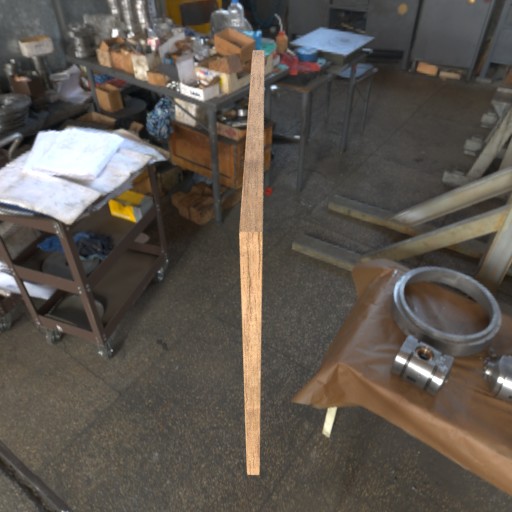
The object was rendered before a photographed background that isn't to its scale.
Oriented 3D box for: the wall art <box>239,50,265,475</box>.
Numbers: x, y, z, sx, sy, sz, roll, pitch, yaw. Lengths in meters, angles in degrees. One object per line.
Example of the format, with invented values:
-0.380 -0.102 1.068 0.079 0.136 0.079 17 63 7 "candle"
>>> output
0.000 0.000 1.022 0.029 0.691 0.695 1 41 1 "wall art"
